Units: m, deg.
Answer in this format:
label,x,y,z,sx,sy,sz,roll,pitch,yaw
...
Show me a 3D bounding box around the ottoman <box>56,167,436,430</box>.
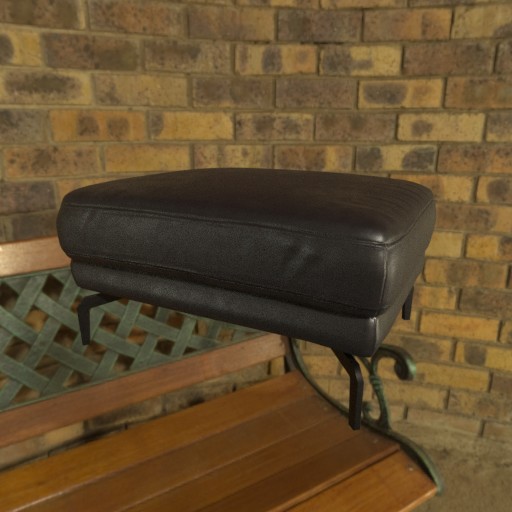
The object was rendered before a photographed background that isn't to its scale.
label,x,y,z,sx,sy,sz,roll,pitch,yaw
ottoman,0.000,0.000,1.084,0.764,0.402,0.570,9,19,27
